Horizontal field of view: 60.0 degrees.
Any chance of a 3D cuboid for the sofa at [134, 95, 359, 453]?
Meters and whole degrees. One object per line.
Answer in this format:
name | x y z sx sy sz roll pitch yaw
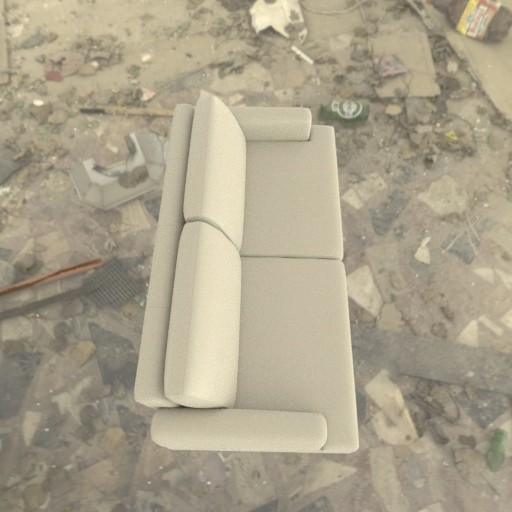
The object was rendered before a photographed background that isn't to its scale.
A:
sofa | 0.000 0.000 2.409 0.974 0.765 1.940 1 63 1
